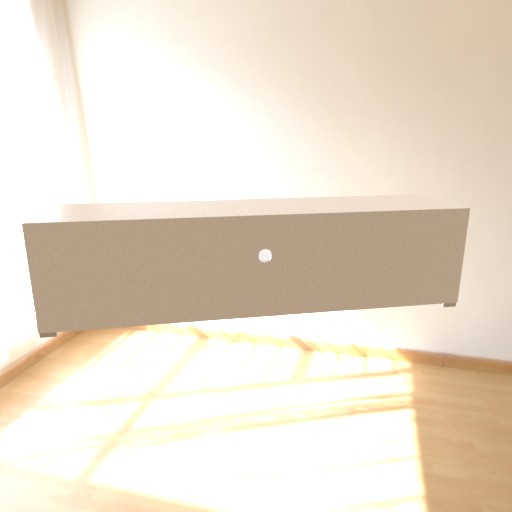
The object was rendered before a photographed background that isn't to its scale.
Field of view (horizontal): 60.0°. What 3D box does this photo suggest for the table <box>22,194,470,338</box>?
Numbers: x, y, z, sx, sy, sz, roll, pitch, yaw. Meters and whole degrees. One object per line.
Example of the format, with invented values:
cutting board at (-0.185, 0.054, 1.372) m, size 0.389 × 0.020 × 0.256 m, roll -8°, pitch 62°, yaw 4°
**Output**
table at (0.000, 0.000, 1.852) m, size 1.650 × 0.420 × 0.390 m, roll -3°, pitch 16°, yaw -10°
